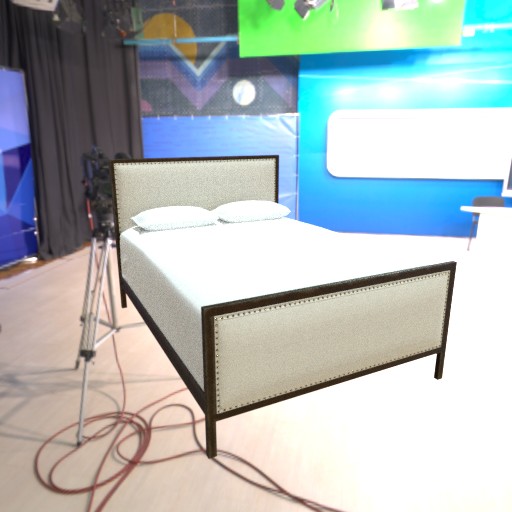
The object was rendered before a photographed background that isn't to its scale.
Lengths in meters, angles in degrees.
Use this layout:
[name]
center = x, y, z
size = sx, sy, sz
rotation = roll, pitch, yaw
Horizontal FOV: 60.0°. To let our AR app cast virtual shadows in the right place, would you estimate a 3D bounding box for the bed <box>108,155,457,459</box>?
[bed]
center = 0.000, 0.000, 3.242
size = 1.607, 1.313, 2.221
rotation = -8, 17, -26
